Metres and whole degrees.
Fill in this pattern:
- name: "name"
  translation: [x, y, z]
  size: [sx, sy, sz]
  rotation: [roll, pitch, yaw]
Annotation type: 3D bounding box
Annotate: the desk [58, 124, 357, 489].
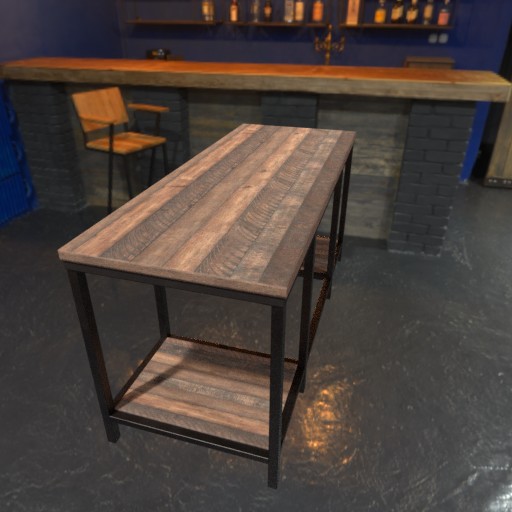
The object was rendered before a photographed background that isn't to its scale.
- name: "desk"
  translation: [0.000, 0.000, 1.909]
  size: [0.617, 0.753, 1.538]
  rotation: [8, 30, 15]
